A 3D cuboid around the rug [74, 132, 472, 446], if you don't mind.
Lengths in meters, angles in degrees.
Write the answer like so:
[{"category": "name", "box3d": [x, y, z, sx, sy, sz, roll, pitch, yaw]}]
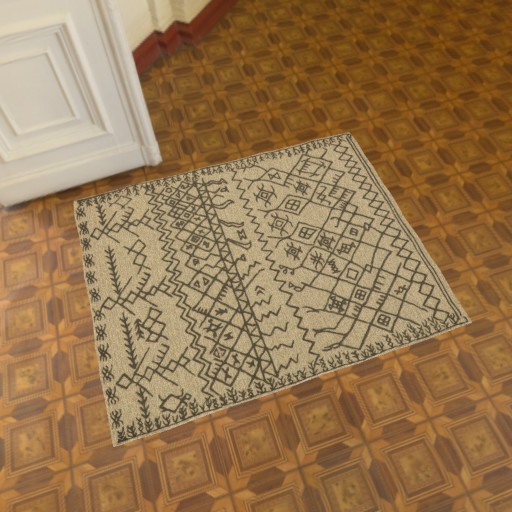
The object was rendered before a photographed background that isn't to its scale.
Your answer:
[{"category": "rug", "box3d": [0.000, 0.000, 3.283, 2.455, 0.025, 1.964, -16, 59, -10]}]
